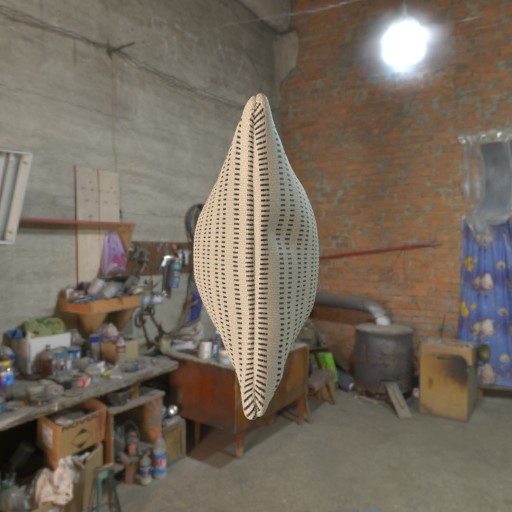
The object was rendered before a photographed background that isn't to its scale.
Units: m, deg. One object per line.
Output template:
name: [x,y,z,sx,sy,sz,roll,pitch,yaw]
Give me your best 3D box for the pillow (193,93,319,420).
pillow: [0.000,0.000,0.791,0.210,0.353,0.640,0,0,-2]
